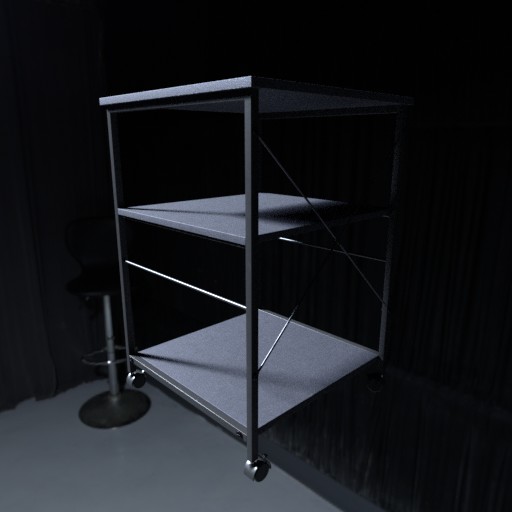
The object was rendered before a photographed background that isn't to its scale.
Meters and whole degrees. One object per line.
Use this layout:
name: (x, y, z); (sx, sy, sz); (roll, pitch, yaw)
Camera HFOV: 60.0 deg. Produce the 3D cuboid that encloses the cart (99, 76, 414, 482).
cart: (0.000, 0.000, 1.130); (0.521, 0.762, 0.520); (-14, 20, -42)
